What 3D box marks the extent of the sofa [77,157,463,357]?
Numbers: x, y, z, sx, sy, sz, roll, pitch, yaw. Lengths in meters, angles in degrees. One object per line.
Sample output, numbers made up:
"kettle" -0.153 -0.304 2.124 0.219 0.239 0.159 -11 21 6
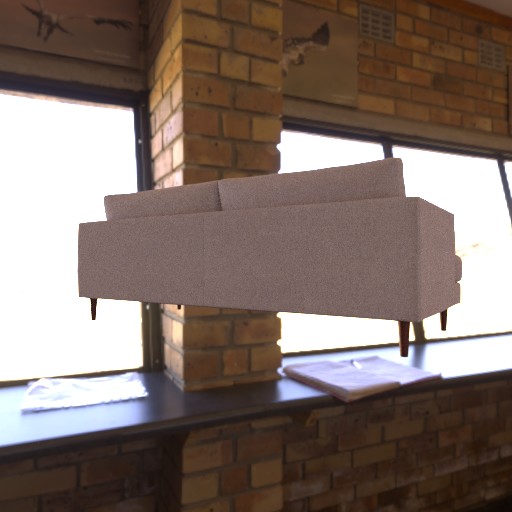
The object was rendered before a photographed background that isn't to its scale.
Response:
"sofa" 0.000 0.000 2.796 2.250 0.868 1.020 0 -1 33
